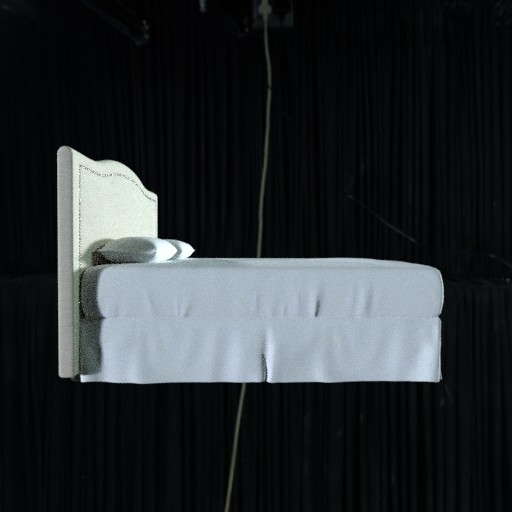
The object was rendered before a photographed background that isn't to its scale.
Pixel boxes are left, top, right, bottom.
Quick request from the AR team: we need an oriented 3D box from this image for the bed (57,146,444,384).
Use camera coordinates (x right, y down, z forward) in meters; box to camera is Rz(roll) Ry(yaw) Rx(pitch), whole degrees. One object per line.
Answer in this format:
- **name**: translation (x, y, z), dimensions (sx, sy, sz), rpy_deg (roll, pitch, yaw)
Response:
- **bed**: translation (0.000, 0.000, 3.458), dimensions (2.182, 1.421, 2.083), rpy_deg (0, 1, 0)
